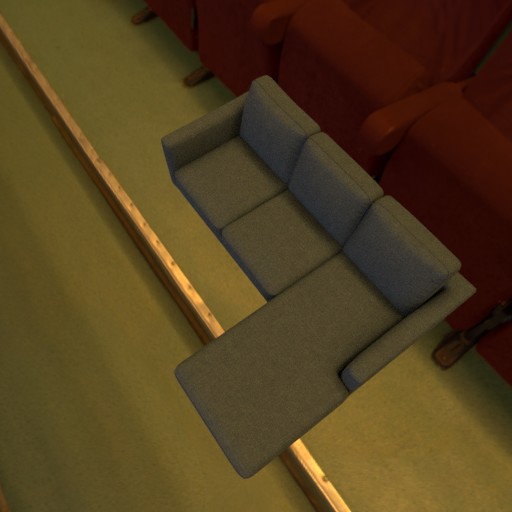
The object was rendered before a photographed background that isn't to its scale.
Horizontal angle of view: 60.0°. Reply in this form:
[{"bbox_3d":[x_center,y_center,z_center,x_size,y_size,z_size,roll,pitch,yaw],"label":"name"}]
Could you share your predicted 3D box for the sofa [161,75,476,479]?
[{"bbox_3d":[0.000,0.000,2.886,1.667,0.957,2.055,-33,68,-15],"label":"sofa"}]
